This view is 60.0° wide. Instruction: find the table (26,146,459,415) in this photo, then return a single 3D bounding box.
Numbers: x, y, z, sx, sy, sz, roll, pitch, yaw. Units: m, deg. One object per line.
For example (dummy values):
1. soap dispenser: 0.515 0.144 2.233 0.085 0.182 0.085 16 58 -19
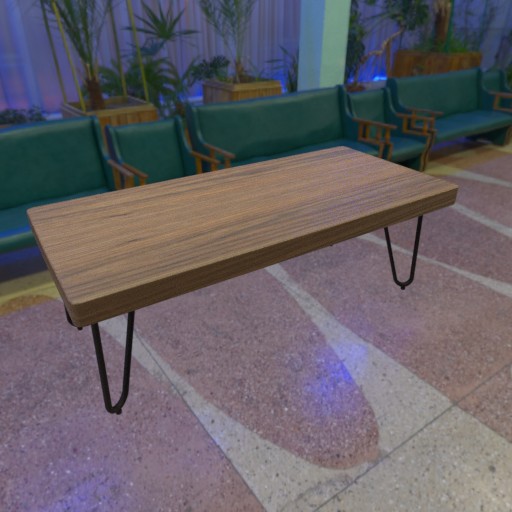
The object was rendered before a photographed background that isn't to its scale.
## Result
1. table: 0.000 0.000 1.641 1.375 0.468 0.637 -17 34 -28
